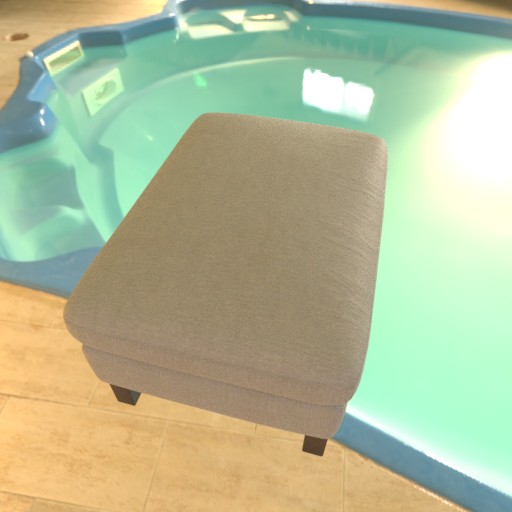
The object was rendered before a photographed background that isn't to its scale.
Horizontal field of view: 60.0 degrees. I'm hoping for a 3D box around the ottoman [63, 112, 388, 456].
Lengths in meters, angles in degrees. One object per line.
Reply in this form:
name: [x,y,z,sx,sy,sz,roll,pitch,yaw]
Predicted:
ottoman: [0.000,0.000,1.037,0.528,0.404,0.735,11,47,10]
